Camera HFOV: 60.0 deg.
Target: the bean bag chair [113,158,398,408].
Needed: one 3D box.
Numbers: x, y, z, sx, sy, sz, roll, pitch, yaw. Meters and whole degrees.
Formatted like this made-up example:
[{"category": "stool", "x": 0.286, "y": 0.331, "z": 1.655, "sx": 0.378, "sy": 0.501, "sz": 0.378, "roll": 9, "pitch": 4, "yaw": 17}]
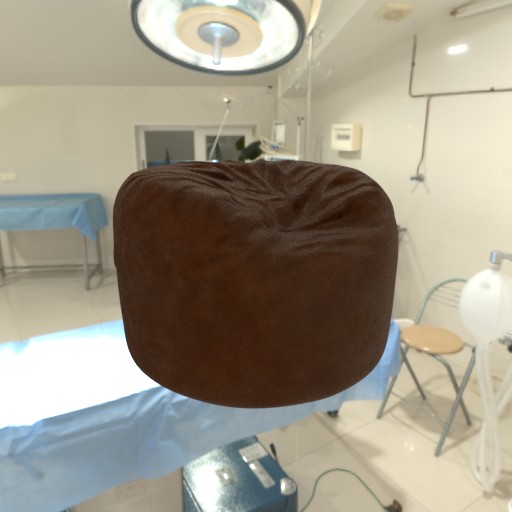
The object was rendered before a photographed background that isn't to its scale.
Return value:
[{"category": "bean bag chair", "x": 0.000, "y": 0.000, "z": 1.503, "sx": 0.918, "sy": 0.616, "sz": 0.918, "roll": 0, "pitch": 17, "yaw": 0}]
